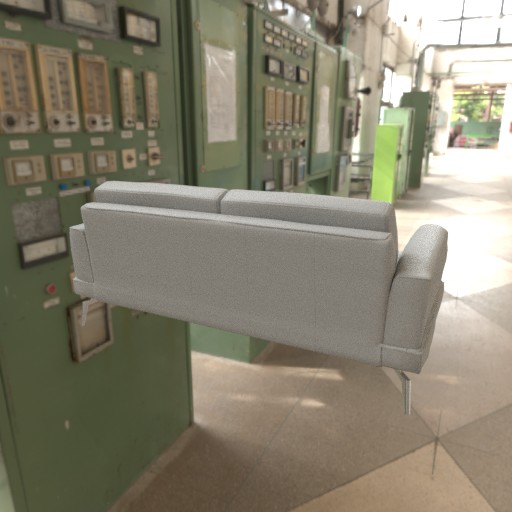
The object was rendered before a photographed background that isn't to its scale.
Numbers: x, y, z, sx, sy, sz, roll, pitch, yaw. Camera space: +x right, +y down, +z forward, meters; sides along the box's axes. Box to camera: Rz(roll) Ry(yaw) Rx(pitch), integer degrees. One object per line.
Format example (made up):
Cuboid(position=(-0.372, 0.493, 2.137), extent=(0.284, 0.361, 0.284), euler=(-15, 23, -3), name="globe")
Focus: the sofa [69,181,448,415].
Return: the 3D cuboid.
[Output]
Cuboid(position=(0.000, 0.000, 2.777), extent=(2.177, 0.930, 1.121), euler=(8, 19, 26), name="sofa")
